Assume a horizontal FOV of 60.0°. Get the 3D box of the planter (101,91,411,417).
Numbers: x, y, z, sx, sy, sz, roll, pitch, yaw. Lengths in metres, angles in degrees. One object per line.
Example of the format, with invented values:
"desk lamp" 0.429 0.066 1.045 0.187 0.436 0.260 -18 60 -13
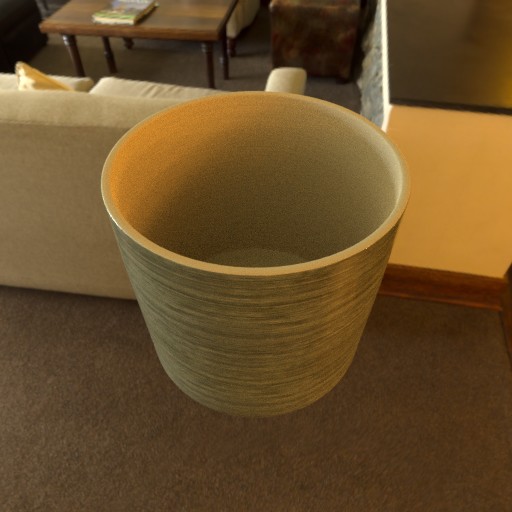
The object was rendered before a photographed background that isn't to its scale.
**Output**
"planter" 0.000 0.000 0.397 0.221 0.201 0.221 0 46 0
